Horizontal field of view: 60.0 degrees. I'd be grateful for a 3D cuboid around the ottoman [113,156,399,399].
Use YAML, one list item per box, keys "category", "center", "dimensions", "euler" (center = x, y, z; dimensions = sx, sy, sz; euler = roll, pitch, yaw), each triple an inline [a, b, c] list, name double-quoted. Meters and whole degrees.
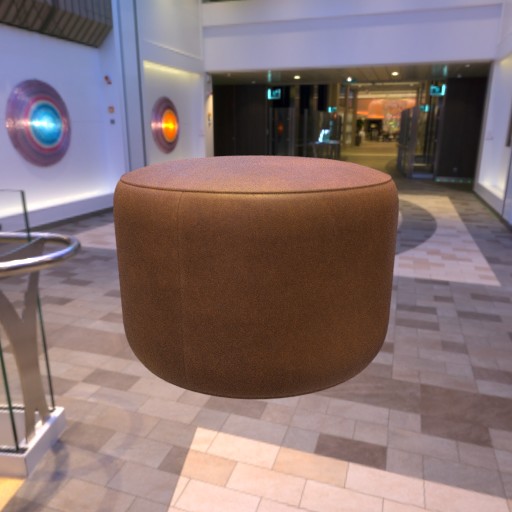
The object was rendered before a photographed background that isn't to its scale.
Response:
- category: "ottoman"
  center: [0.000, 0.000, 1.019]
  dimensions: [0.607, 0.438, 0.607]
  euler: [0, 16, 0]
